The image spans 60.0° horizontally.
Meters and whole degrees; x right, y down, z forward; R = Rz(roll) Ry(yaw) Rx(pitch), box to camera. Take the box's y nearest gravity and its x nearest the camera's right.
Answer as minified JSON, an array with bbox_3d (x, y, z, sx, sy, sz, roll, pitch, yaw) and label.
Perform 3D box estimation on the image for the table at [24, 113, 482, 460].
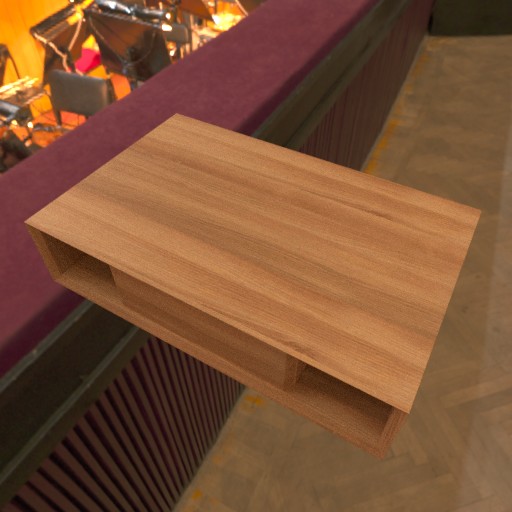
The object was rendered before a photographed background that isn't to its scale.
[{"bbox_3d":[0.000,0.000,1.380,1.100,0.330,0.700,23,51,20],"label":"table"}]
